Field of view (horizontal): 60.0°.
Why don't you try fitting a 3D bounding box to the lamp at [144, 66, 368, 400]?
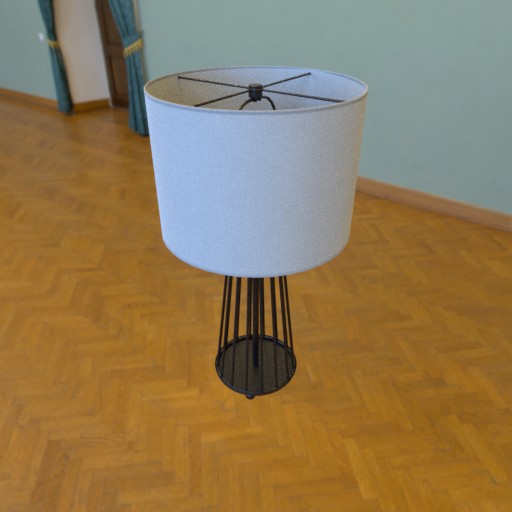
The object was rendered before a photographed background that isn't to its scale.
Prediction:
[{"bbox_3d":[0.000,0.000,0.804,0.322,0.593,0.322,21,38,30],"label":"lamp"}]
